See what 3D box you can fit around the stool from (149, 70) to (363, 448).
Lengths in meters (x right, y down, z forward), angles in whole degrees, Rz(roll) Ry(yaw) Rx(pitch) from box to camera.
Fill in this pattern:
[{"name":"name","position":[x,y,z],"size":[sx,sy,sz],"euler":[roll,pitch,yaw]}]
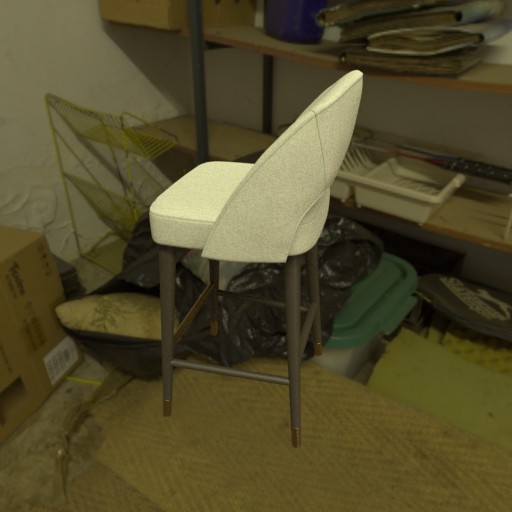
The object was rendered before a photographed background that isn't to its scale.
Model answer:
[{"name":"stool","position":[0.000,0.000,1.324],"size":[0.509,1.037,0.494],"euler":[8,30,14]}]
